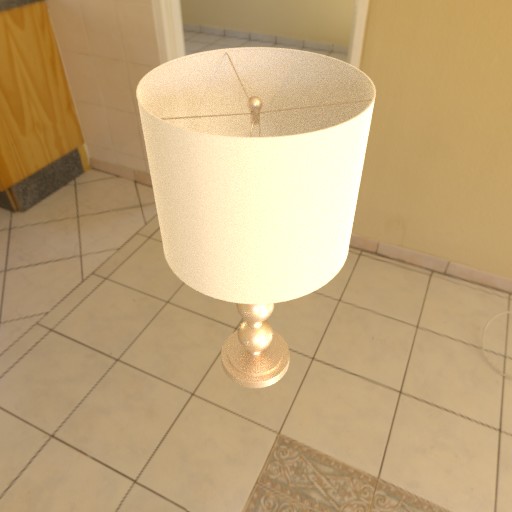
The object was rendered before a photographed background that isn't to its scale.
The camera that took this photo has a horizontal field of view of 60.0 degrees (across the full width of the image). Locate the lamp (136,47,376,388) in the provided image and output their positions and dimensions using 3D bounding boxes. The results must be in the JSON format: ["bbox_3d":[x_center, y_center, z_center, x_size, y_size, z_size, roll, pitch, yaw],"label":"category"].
[{"bbox_3d":[0.000,0.000,0.695,0.277,0.538,0.277,11,43,12],"label":"lamp"}]
